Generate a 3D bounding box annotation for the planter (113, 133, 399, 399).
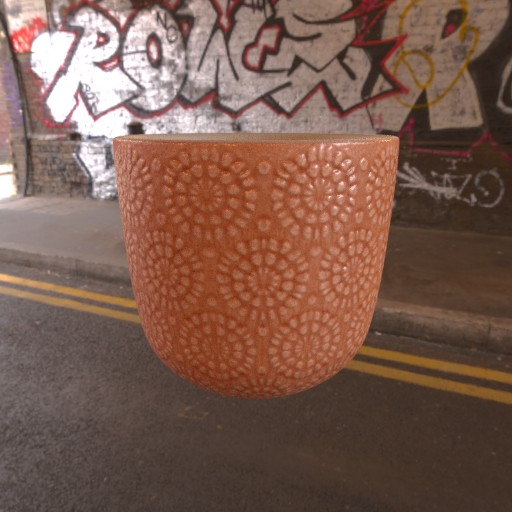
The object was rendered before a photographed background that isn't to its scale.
[{"bbox_3d":[0.000,0.000,0.362,0.208,0.190,0.208,0,17,0],"label":"planter"}]
